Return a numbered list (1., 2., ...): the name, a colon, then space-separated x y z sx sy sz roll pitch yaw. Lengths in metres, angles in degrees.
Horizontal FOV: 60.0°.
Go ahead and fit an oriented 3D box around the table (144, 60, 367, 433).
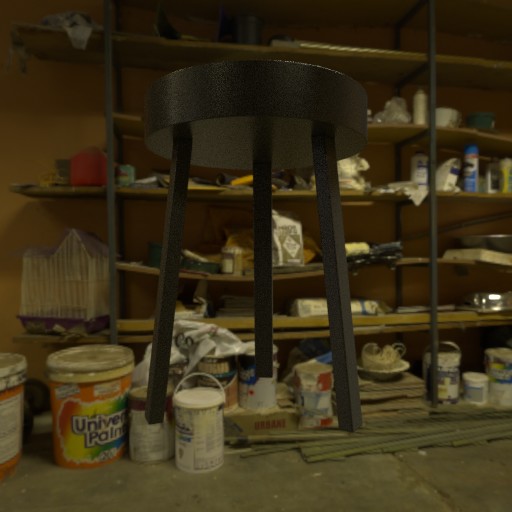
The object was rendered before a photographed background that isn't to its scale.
1. table: 0.000 0.000 0.834 0.406 0.559 0.406 0 0 0
